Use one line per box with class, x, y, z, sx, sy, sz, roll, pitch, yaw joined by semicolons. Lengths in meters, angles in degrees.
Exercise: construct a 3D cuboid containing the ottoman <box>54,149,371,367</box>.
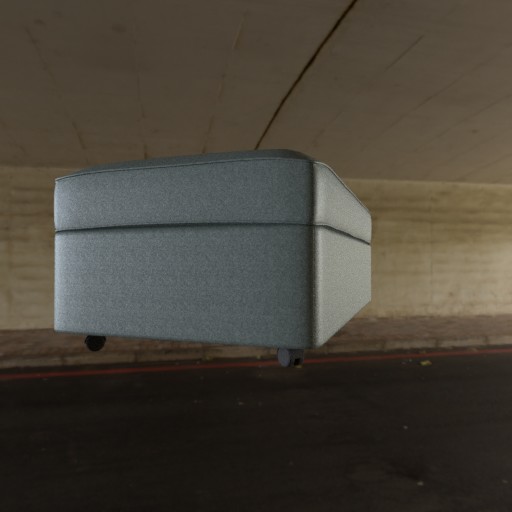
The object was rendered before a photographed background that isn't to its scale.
ottoman;0.000;0.000;1.529;0.681;0.494;1.173;0;-1;20
